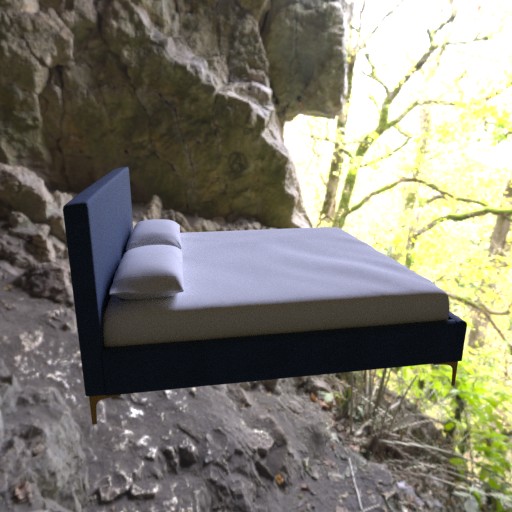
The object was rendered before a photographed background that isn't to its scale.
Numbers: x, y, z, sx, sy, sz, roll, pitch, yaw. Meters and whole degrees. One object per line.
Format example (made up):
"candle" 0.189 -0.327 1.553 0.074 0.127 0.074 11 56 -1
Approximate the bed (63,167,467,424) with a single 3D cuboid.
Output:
"bed" 0.000 0.000 3.419 2.232 1.231 2.096 -3 16 -10
